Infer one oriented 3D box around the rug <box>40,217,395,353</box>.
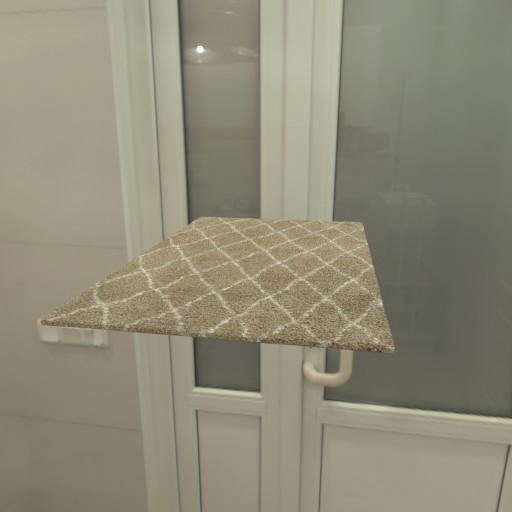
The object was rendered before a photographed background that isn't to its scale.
[{"bbox_3d":[0.000,0.000,2.984,1.524,0.030,2.438,3,16,10],"label":"rug"}]
